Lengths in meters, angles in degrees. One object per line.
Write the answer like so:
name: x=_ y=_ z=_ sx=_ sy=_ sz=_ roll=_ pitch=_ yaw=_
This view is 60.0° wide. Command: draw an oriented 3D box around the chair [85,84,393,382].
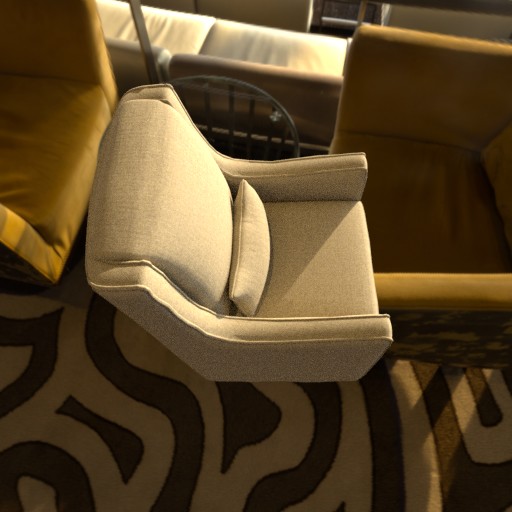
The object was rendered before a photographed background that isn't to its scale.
chair: x=0.000 y=0.000 z=1.602 sx=0.879 sy=0.993 sz=0.732 roll=0 pitch=62 yaw=0
